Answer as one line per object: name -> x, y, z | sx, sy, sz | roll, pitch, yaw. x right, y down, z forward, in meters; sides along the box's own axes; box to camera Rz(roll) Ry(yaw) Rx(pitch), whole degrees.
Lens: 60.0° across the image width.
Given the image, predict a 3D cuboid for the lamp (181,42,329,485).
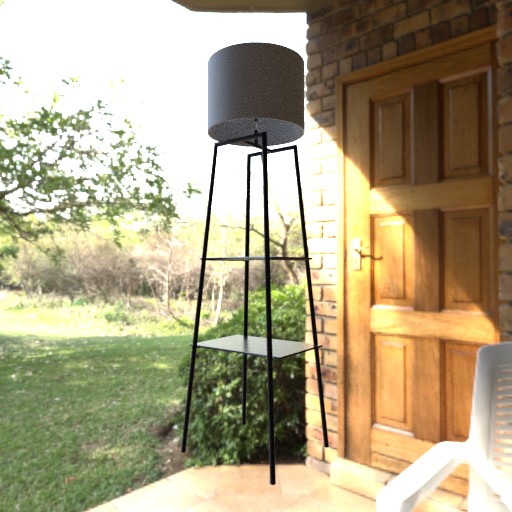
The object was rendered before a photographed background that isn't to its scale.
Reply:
lamp -> 0.000, 0.000, 1.703 | 0.427, 1.474, 0.384 | -1, -2, 37
